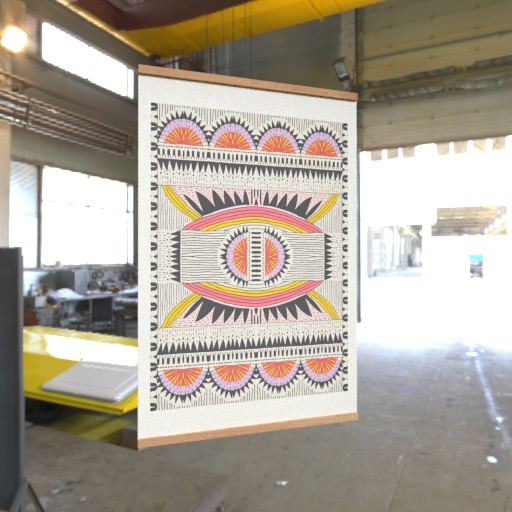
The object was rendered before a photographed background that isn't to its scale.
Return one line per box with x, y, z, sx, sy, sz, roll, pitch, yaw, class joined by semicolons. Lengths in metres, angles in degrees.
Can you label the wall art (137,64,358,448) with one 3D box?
0.000;0.000;1.938;0.999;1.533;0.028;0;0;-18;wall art
